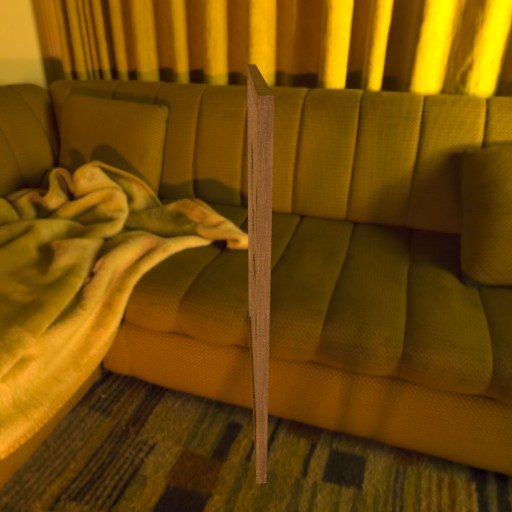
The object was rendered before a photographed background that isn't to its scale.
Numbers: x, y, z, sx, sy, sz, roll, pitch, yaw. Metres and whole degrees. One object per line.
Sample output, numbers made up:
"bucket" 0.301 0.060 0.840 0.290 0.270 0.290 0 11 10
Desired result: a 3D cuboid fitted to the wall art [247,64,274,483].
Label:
"wall art" 0.000 0.000 1.348 0.035 1.022 0.781 -1 27 -2
